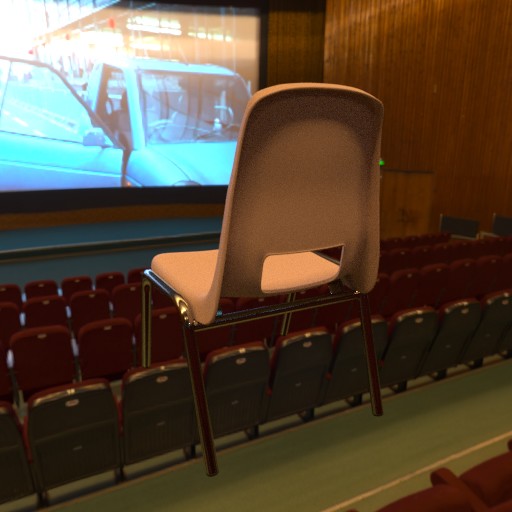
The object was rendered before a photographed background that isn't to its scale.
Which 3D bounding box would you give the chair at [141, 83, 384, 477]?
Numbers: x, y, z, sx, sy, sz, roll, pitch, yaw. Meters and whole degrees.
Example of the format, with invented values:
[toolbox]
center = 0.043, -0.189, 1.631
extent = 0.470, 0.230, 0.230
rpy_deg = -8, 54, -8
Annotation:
[chair]
center = 0.000, 0.000, 0.780
extent = 0.354, 0.537, 0.385
rpy_deg = -8, 17, -26
